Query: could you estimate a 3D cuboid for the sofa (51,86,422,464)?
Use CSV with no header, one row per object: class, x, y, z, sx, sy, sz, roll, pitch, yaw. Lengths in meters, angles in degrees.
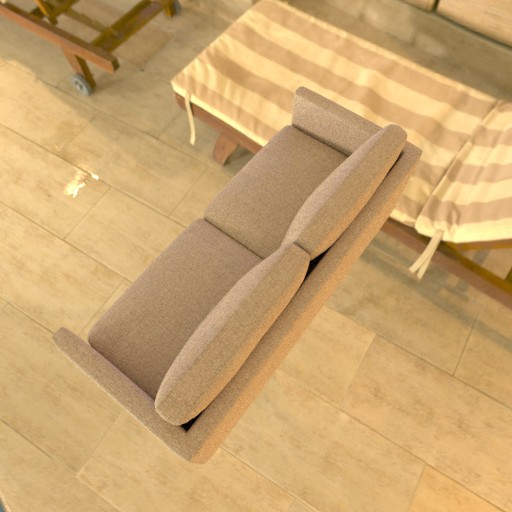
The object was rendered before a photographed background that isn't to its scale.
sofa,0.000,0.000,2.690,0.951,0.965,2.208,34,69,16
